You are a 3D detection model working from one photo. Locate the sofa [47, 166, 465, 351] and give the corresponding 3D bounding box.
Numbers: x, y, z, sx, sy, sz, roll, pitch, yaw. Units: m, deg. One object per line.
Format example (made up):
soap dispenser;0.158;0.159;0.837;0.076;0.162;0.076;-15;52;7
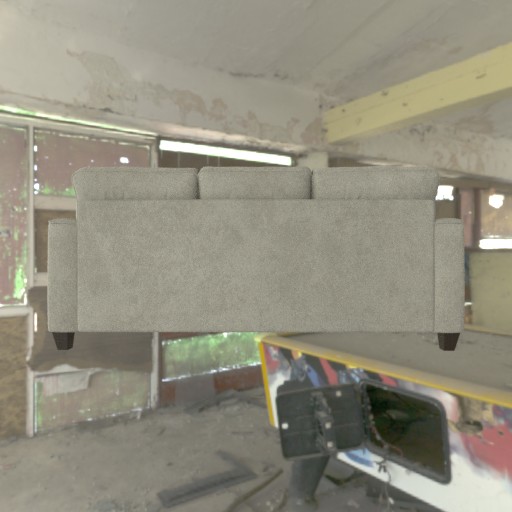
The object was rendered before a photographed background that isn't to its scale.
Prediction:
sofa;0.000;0.000;2.686;2.133;0.965;0.939;0;0;1
